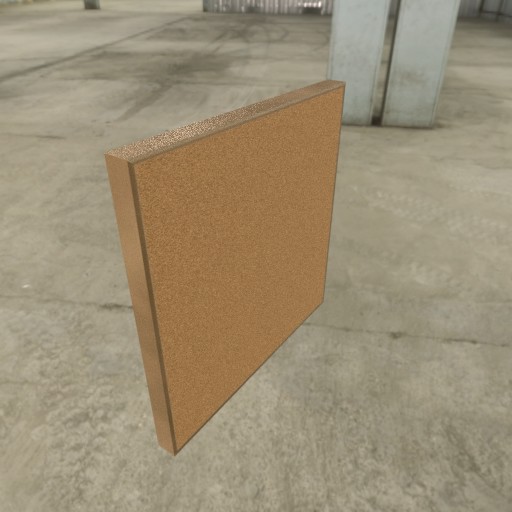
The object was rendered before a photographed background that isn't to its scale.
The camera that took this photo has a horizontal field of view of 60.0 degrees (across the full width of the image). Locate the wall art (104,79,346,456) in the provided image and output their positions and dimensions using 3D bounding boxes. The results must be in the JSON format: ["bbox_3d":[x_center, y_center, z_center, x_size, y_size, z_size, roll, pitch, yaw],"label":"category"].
[{"bbox_3d":[0.000,0.000,0.784,0.038,0.511,0.513,21,38,30],"label":"wall art"}]
